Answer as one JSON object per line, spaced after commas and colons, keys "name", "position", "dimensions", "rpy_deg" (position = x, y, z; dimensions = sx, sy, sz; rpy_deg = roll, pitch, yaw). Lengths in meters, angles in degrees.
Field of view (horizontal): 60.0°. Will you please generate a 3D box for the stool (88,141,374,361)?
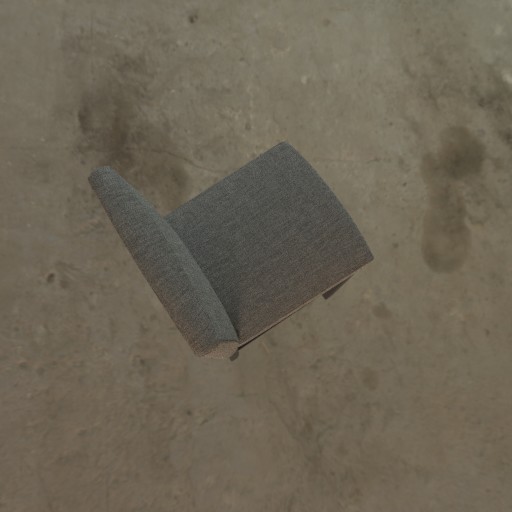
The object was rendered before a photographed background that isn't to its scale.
{"name": "stool", "position": [0.000, 0.000, 1.410], "dimensions": [0.552, 1.138, 0.451], "rpy_deg": [-33, 78, -8]}
